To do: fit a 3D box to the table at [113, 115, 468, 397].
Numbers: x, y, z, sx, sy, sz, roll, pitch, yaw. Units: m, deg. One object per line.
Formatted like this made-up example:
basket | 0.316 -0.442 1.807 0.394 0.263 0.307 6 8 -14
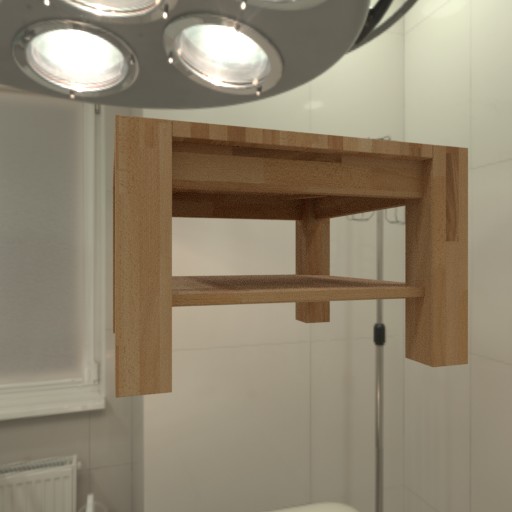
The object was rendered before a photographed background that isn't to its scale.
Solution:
table | 0.000 0.000 1.145 0.700 0.451 0.700 0 0 -18
